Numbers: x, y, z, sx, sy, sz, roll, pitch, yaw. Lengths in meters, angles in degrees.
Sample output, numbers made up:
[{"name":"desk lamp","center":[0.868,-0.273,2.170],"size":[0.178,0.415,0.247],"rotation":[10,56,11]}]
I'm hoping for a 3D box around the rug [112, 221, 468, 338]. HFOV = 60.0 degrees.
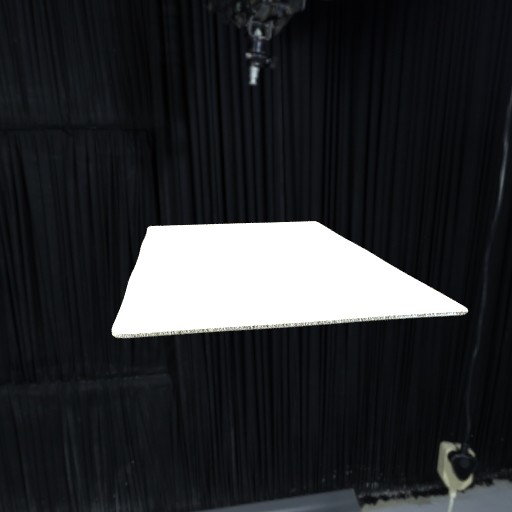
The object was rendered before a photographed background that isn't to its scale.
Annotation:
[{"name":"rug","center":[0.000,0.000,3.436],"size":[1.798,0.025,2.698],"rotation":[-2,15,-9]}]
